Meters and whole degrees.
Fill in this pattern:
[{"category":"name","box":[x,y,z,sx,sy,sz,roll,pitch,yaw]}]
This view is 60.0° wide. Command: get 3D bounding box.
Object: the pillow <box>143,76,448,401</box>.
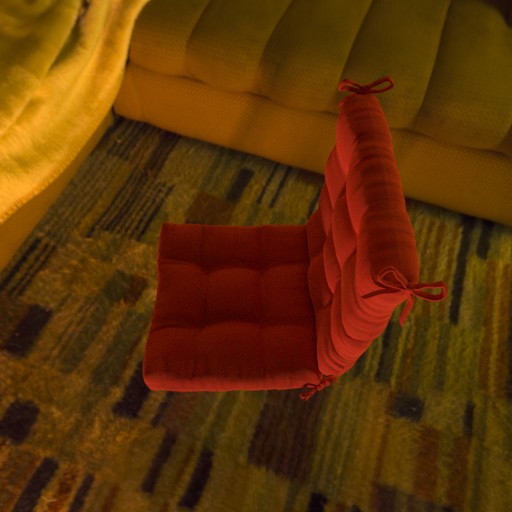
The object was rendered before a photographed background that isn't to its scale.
[{"category":"pillow","box":[0.000,0.000,1.014,0.571,0.605,0.519,-1,59,0]}]
